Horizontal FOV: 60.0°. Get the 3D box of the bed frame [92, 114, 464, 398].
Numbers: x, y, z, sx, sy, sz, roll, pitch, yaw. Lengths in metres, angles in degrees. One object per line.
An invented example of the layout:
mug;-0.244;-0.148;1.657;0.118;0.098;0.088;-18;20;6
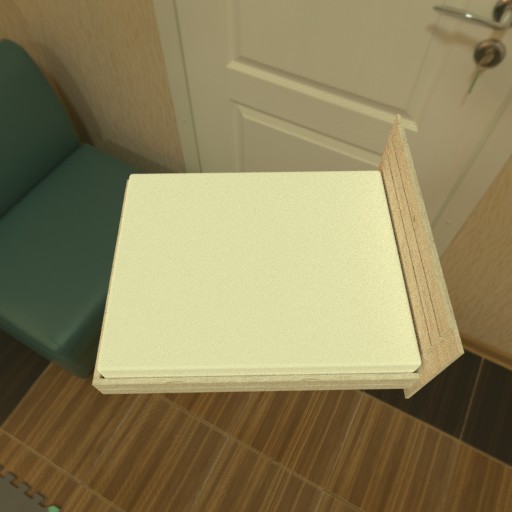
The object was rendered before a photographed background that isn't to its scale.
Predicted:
bed frame;0.000;0.000;3.089;2.080;0.970;1.750;-1;59;-1
